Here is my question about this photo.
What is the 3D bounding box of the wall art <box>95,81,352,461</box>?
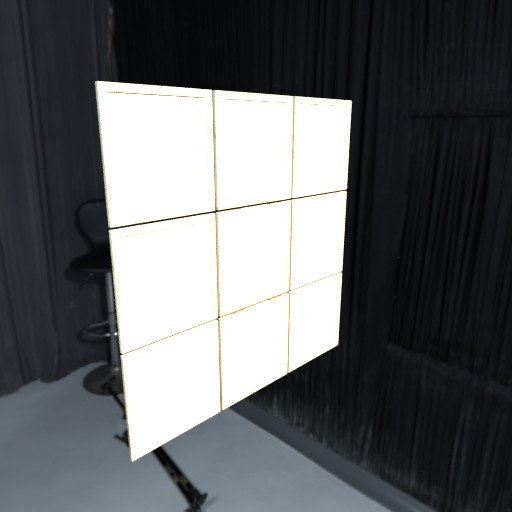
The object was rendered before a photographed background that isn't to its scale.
[{"bbox_3d":[0.000,0.000,1.769,0.013,1.219,1.214,15,22,43],"label":"wall art"}]
